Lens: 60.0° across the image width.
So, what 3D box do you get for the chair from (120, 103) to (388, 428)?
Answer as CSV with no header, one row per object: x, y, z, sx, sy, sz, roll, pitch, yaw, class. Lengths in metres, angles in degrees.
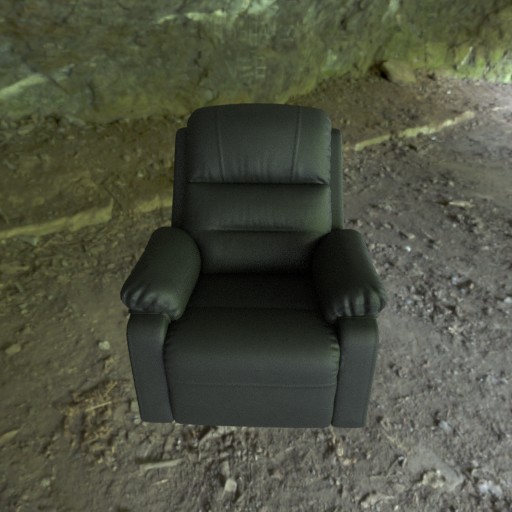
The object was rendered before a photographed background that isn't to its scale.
0.000,0.000,1.698,0.855,0.992,0.919,1,29,2,chair
